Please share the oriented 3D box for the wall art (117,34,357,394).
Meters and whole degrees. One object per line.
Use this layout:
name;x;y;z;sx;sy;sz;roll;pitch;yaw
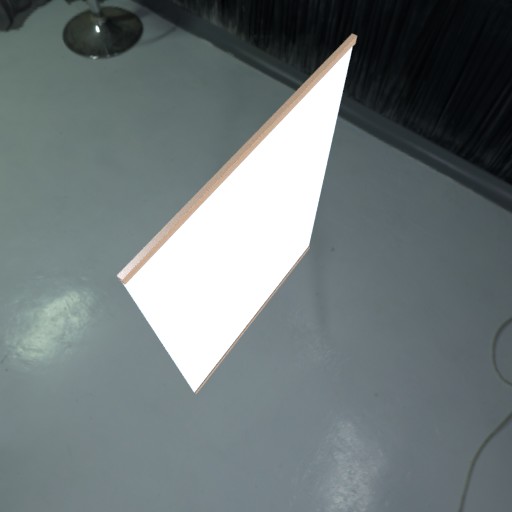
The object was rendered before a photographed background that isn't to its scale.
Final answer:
wall art;0.000;0.000;1.323;0.013;1.016;0.758;33;67;16
